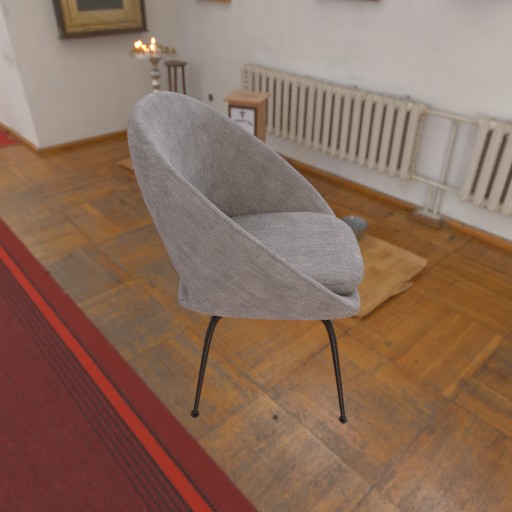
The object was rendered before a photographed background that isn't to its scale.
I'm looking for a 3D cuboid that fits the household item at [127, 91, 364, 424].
[{"bbox_3d":[0.000,0.000,1.268,0.587,0.869,0.643,1,32,2],"label":"household item"}]
